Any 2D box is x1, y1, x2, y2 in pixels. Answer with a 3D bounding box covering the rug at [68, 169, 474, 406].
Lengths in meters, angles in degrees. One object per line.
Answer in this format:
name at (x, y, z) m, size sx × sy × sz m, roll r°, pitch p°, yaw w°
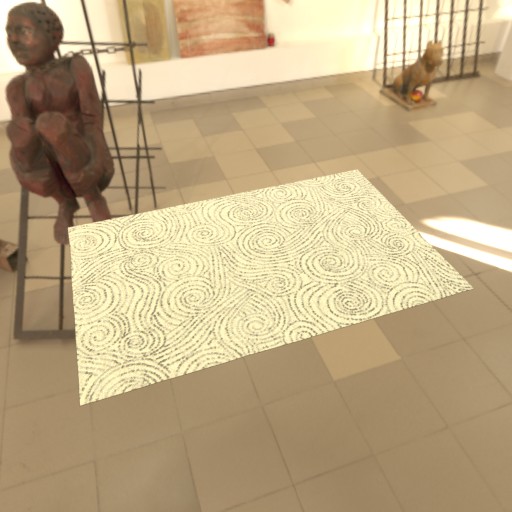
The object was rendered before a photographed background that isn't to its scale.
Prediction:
rug at (0.000, 0.000, 3.075) m, size 2.439 × 0.005 × 1.524 m, roll -14°, pitch 44°, yaw -14°
